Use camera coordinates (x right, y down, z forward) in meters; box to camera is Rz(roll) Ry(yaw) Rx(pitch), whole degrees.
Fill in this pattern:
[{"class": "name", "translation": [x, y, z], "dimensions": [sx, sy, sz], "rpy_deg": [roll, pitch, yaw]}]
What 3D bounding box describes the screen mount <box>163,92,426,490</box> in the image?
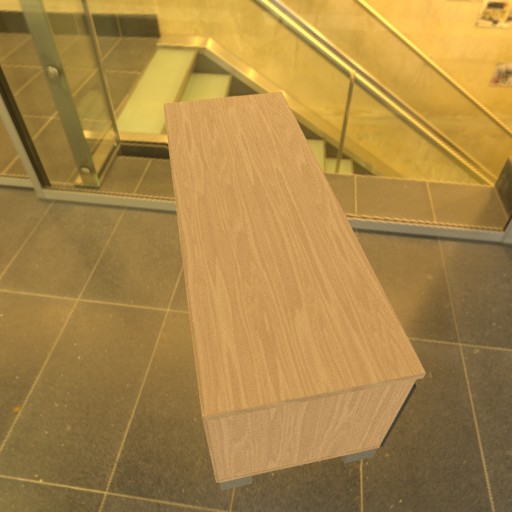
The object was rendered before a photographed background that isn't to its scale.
[{"class": "screen mount", "translation": [0.000, 0.000, 1.291], "dimensions": [0.406, 0.432, 1.084], "rpy_deg": [-9, 48, -8]}]
